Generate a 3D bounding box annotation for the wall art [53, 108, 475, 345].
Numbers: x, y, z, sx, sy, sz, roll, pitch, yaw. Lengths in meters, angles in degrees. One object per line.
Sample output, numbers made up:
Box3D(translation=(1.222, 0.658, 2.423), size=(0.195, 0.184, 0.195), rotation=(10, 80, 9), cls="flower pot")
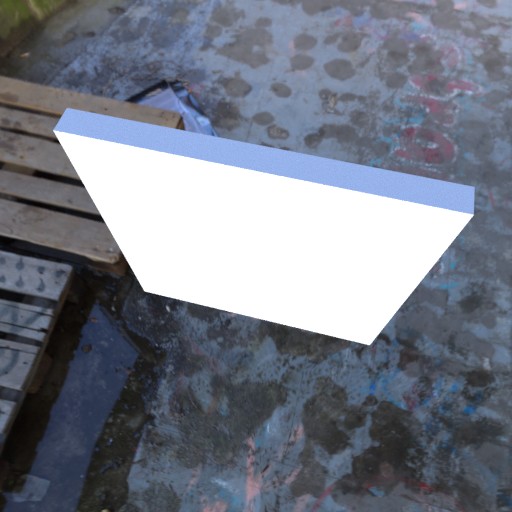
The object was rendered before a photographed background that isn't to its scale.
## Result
Box3D(translation=(0.000, 0.000, 0.526), size=(0.355, 0.355, 0.027), rotation=(13, 63, 6), cls="wall art")
